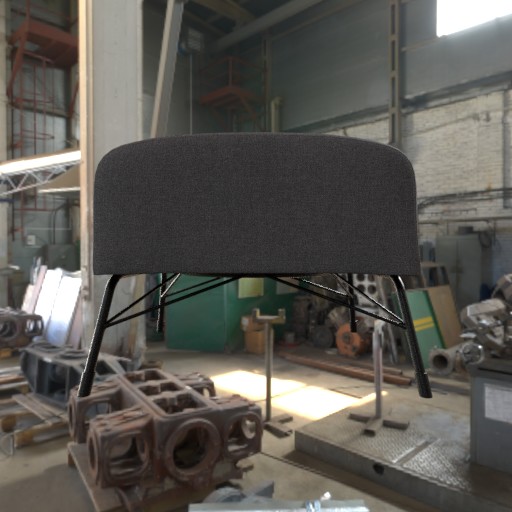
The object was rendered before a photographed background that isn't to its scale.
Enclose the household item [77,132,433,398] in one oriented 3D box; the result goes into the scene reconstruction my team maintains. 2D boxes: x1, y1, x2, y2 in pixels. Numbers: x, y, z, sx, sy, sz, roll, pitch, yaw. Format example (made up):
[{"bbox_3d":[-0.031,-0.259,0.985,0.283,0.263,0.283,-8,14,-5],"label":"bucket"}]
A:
[{"bbox_3d":[0.000,0.000,0.915,0.530,0.410,0.530,0,1,1],"label":"household item"}]
